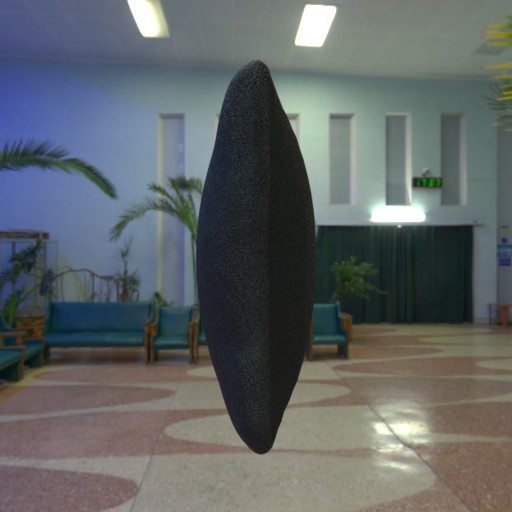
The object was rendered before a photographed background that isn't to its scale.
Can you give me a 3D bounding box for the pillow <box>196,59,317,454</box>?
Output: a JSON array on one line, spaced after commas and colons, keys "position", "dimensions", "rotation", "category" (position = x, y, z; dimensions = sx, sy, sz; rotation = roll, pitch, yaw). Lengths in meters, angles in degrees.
[{"position": [0.000, 0.000, 0.817], "dimensions": [0.210, 0.523, 0.533], "rotation": [0, 0, 0], "category": "pillow"}]
